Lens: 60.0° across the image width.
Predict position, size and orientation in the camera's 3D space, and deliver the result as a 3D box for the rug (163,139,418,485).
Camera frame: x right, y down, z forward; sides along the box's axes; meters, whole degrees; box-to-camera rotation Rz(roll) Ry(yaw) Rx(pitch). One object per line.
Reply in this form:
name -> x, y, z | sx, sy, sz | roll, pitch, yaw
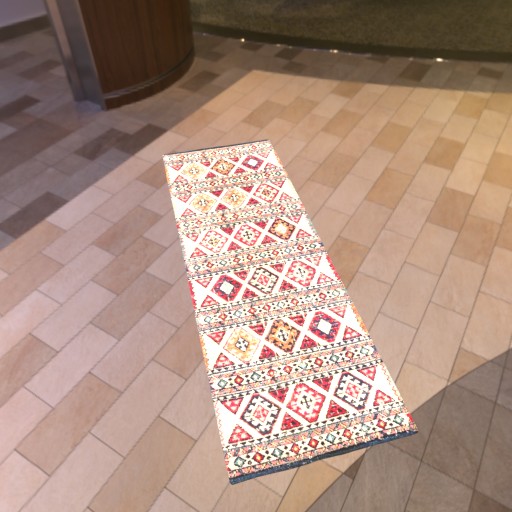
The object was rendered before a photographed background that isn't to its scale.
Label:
rug -> 0.000, 0.000, 2.607 | 0.832, 0.008, 2.362 | -11, 48, -10
